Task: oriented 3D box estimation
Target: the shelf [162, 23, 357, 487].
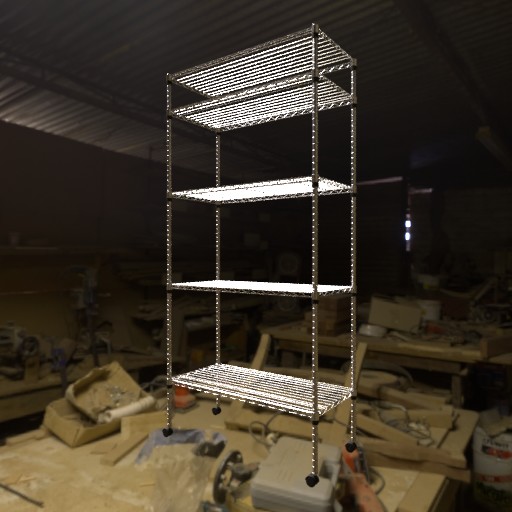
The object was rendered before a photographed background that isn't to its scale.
[{"bbox_3d":[0.000,0.000,1.872,0.762,1.587,0.356,0,0,36],"label":"shelf"}]
